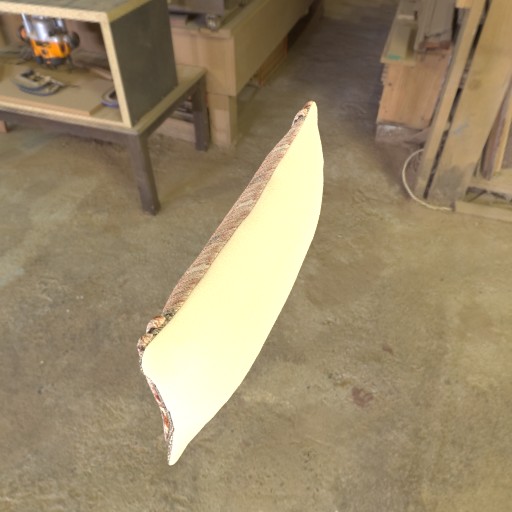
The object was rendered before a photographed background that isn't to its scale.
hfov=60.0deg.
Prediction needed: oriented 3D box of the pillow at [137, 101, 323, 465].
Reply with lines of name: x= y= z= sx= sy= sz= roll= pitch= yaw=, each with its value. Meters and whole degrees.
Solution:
pillow: x=0.000 y=0.000 z=0.747 sx=0.139 sy=0.282 sz=0.635 roll=16 pitch=48 yaw=15
